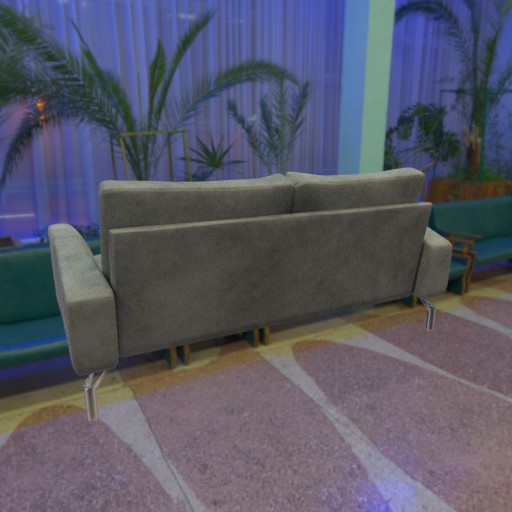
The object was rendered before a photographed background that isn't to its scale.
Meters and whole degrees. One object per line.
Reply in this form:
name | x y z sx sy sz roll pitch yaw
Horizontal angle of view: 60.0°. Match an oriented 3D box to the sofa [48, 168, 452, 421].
sofa | 0.000 0.000 2.224 1.837 0.859 0.849 -7 16 -26
